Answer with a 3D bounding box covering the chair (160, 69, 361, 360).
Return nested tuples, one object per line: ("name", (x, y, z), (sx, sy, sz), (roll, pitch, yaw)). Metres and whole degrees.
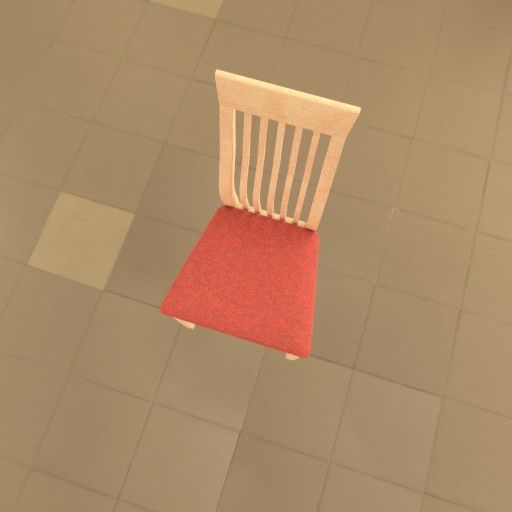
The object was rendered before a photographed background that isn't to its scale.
("chair", (0.000, 0.000, 1.292), (0.460, 1.027, 0.474), (17, 76, 4))
